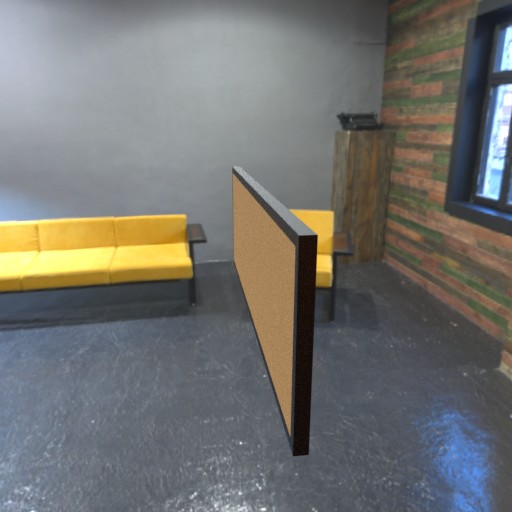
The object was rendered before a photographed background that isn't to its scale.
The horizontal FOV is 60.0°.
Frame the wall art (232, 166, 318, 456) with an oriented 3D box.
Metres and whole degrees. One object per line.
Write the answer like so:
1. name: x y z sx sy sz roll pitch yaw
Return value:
1. wall art: 0.000 0.000 1.749 0.041 0.554 1.572 -2 17 -8
